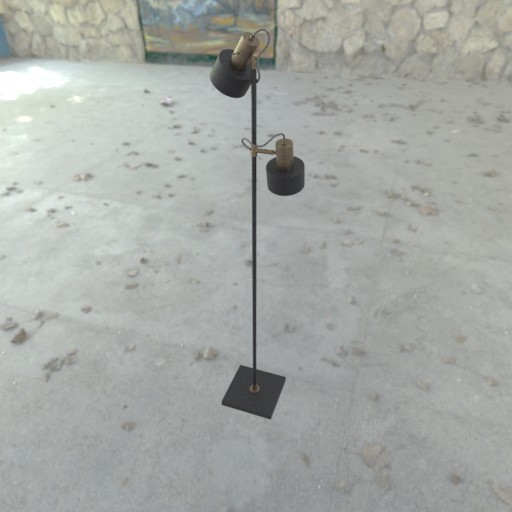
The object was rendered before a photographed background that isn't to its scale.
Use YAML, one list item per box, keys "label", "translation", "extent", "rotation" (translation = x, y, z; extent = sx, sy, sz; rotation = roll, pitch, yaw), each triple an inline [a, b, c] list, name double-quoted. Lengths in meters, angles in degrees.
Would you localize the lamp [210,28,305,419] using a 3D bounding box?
- label: "lamp"
  translation: [0.000, 0.000, 1.640]
  extent: [0.315, 1.505, 0.233]
  rotation: [11, 34, 16]
